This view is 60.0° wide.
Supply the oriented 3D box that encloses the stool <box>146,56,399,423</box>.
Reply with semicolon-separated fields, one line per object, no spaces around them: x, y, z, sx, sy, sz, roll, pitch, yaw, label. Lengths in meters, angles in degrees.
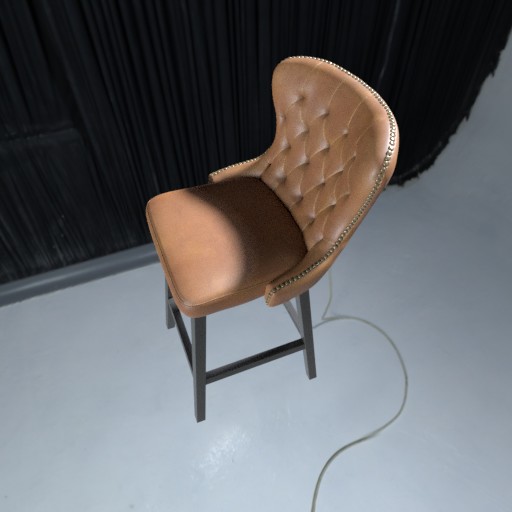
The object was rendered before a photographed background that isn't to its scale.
0.000;0.000;1.329;0.593;0.971;0.528;-16;49;-15;stool
